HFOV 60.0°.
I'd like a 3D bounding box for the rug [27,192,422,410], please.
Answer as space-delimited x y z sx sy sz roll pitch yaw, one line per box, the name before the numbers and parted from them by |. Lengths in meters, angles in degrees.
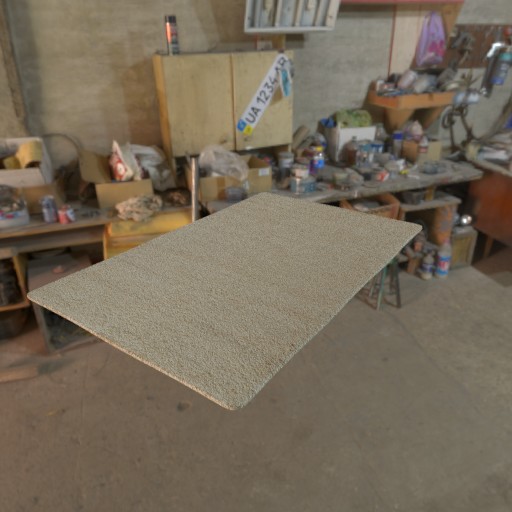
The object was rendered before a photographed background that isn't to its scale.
rug | 0.000 0.000 2.948 1.500 0.026 2.349 17 30 32
